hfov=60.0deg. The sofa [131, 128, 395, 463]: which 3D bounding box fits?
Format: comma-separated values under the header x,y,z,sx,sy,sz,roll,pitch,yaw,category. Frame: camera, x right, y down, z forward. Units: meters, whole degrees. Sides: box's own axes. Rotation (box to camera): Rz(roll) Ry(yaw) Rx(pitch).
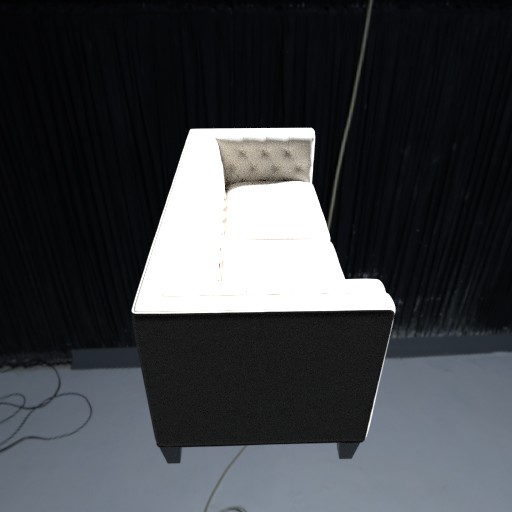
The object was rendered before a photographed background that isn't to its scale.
x,y,z,sx,sy,sz,roll,pitch,yaw,category
0.000,0.000,2.216,0.775,0.762,1.778,-1,33,-1,sofa
